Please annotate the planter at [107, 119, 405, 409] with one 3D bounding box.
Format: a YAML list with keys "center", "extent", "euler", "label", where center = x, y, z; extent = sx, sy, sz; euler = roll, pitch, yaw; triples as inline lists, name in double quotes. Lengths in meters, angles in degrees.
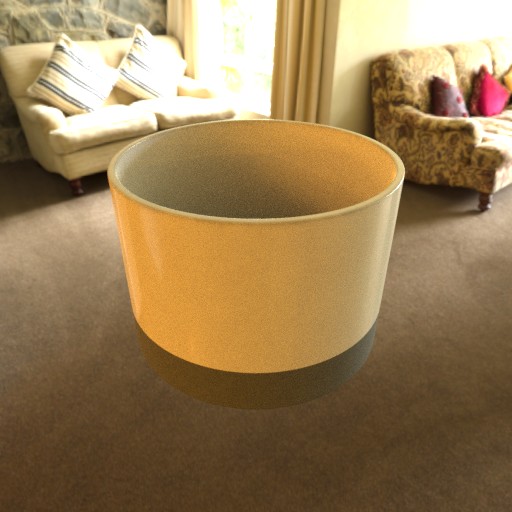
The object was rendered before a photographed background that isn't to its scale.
- center: [0.000, 0.000, 0.226]
  extent: [0.128, 0.105, 0.128]
  euler: [0, 32, 0]
  label: "planter"
